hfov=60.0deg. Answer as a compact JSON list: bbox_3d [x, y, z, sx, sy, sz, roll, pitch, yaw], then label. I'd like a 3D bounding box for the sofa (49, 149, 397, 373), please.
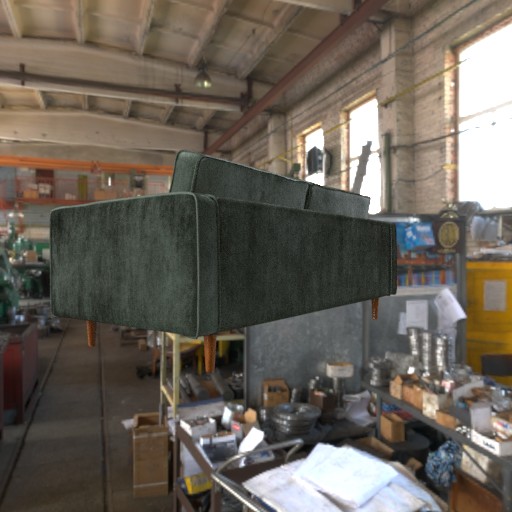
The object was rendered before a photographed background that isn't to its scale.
[{"bbox_3d":[0.000,0.000,2.324,0.886,0.781,1.816,0,1,37],"label":"sofa"}]
